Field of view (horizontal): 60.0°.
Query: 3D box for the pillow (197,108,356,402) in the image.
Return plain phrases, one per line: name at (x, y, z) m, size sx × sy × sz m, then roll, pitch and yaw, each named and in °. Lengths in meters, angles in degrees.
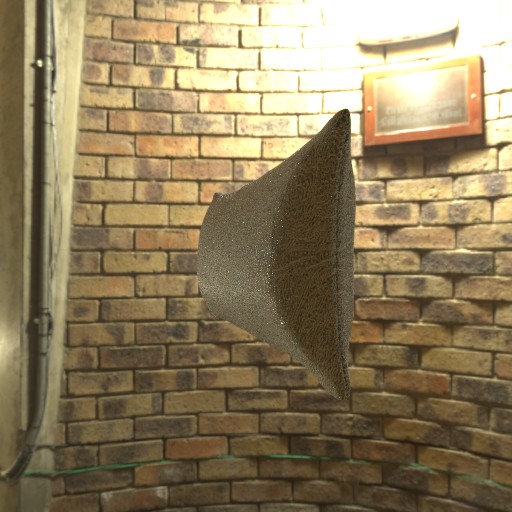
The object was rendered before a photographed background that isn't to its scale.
pillow at (0.000, 0.000, 0.732) m, size 0.151 × 0.295 × 0.615 m, roll 0°, pitch 0°, yaw -17°
